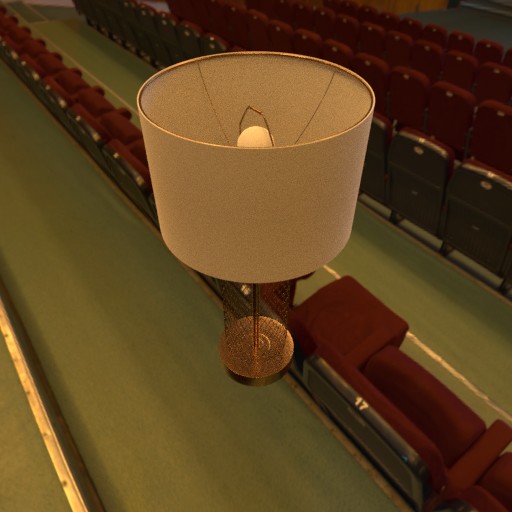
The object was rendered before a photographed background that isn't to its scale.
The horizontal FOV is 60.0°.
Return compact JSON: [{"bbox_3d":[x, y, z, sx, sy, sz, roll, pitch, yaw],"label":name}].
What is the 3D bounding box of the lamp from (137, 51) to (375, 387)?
[{"bbox_3d":[0.000,0.000,0.640,0.252,0.483,0.252,-27,49,-26],"label":"lamp"}]
